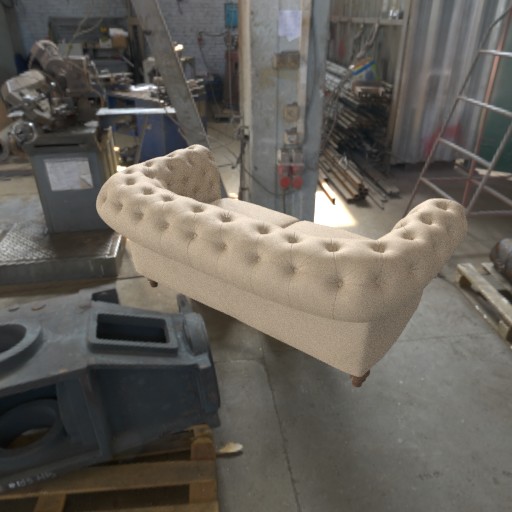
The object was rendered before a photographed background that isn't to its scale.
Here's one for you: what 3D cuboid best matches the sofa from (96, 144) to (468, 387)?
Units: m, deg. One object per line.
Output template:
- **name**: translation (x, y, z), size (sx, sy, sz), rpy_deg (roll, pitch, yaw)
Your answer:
- **sofa**: translation (0.000, 0.000, 2.573), size (1.988, 0.835, 1.069), rpy_deg (20, 35, 32)
